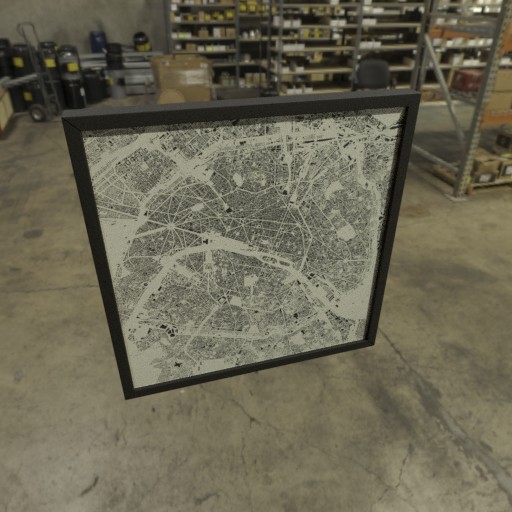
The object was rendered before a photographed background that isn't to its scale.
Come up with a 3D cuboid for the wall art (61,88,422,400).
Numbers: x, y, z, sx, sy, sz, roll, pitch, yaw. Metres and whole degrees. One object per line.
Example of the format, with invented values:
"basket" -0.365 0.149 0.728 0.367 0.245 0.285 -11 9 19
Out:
"wall art" 0.000 0.000 0.750 0.508 0.508 0.037 -9 33 -14
